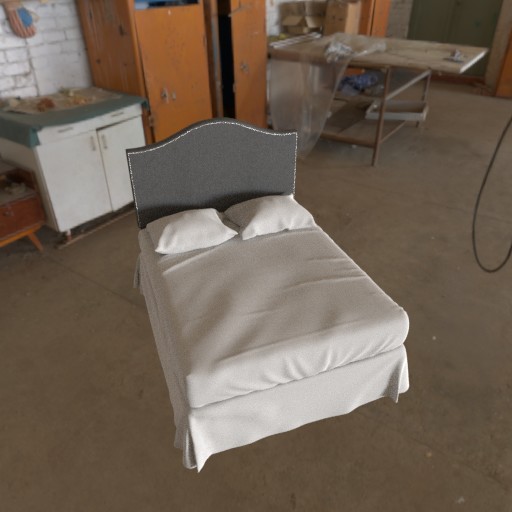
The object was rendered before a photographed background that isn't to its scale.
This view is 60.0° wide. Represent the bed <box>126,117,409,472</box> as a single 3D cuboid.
[{"bbox_3d":[0.000,0.000,3.528,1.876,1.645,2.221,-12,35,-17],"label":"bed"}]
